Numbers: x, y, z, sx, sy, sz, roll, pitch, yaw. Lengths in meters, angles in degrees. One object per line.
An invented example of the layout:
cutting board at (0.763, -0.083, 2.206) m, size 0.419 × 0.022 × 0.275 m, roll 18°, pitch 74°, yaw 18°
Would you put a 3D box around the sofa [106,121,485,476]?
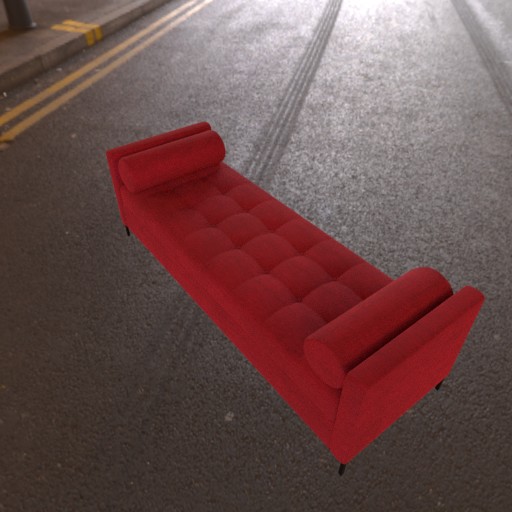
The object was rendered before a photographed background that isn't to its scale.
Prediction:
sofa at (0.000, 0.000, 2.301) m, size 0.686 × 0.635 × 1.981 m, roll -26°, pitch 47°, yaw -27°
